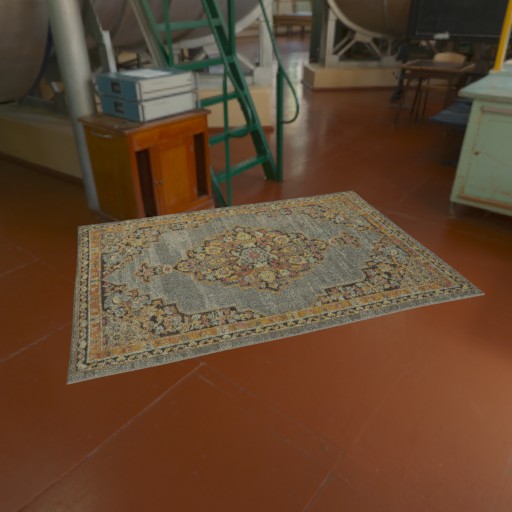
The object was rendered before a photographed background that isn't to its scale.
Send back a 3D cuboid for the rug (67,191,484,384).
[{"bbox_3d":[0.000,0.000,3.934,3.063,0.024,2.158,-9,32,-15],"label":"rug"}]
